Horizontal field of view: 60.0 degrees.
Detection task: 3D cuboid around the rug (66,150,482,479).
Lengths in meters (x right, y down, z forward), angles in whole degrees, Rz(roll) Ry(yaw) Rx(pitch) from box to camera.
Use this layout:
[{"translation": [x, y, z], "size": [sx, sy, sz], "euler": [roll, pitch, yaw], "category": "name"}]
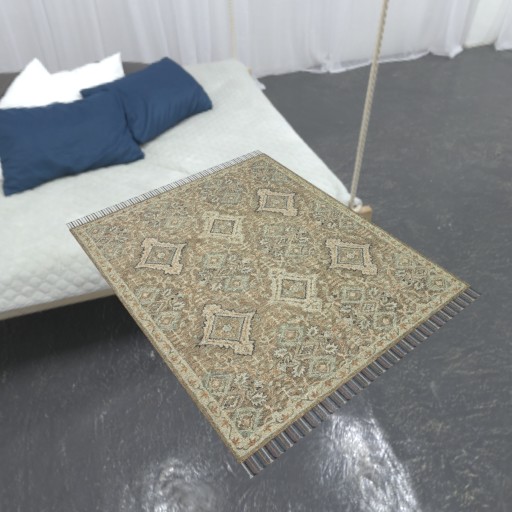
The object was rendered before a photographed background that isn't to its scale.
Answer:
[{"translation": [0.000, 0.000, 4.056], "size": [2.437, 0.010, 3.056], "euler": [-27, 49, -27], "category": "rug"}]
